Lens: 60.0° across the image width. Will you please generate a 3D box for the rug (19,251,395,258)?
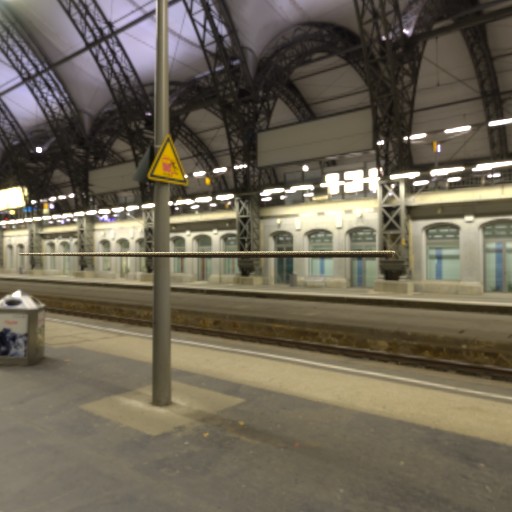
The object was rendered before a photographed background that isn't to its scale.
[{"bbox_3d":[0.000,0.000,4.105,2.441,0.015,3.050,0,-1,17],"label":"rug"}]
